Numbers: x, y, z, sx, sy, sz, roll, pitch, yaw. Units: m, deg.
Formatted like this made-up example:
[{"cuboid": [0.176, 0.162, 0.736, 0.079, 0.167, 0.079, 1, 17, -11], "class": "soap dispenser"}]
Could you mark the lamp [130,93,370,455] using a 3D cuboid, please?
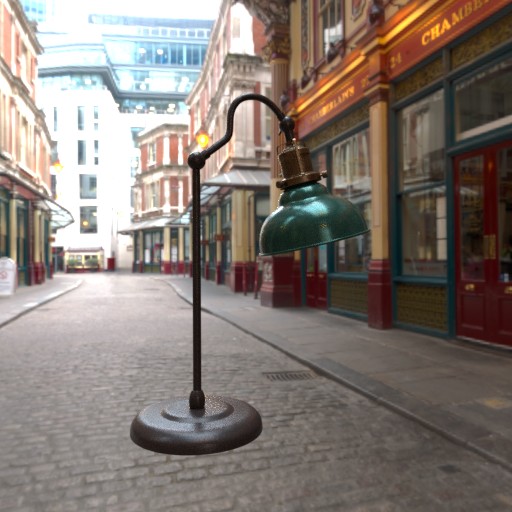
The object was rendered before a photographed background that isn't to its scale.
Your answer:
[{"cuboid": [0.000, 0.000, 0.688, 0.374, 0.508, 0.192, 0, -1, -19], "class": "lamp"}]
